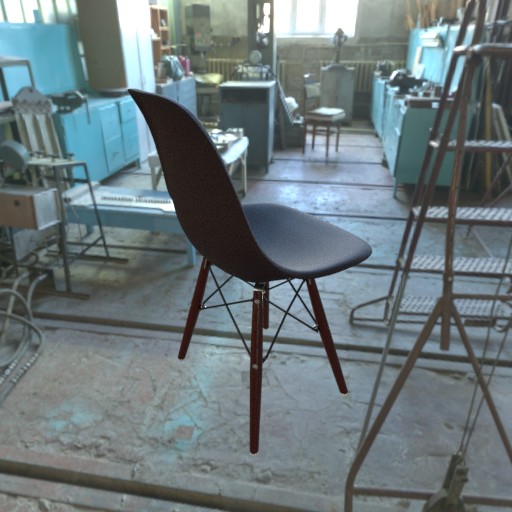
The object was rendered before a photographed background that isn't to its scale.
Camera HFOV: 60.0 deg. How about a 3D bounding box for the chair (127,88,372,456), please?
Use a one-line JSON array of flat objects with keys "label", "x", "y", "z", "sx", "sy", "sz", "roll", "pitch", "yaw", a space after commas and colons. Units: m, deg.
[{"label": "chair", "x": 0.000, "y": 0.000, "z": 1.130, "sx": 0.533, "sy": 0.826, "sz": 0.470, "roll": -18, "pitch": 32, "yaw": -31}]
